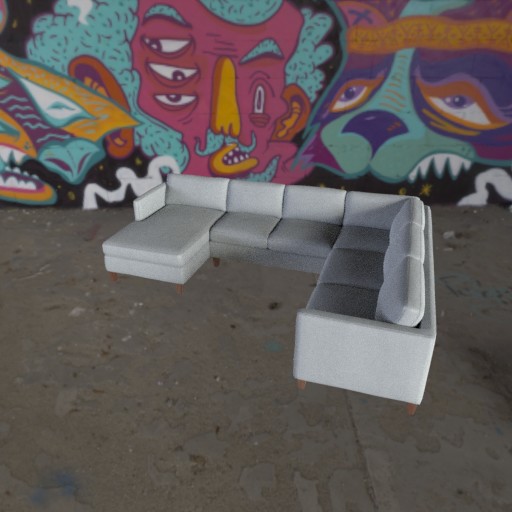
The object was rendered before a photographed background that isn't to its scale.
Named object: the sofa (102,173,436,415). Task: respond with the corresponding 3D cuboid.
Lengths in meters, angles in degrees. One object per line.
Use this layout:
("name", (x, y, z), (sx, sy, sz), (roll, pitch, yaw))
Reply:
("sofa", (0.000, 0.000, 4.397), (3.238, 0.853, 2.551), (9, 28, 16))
